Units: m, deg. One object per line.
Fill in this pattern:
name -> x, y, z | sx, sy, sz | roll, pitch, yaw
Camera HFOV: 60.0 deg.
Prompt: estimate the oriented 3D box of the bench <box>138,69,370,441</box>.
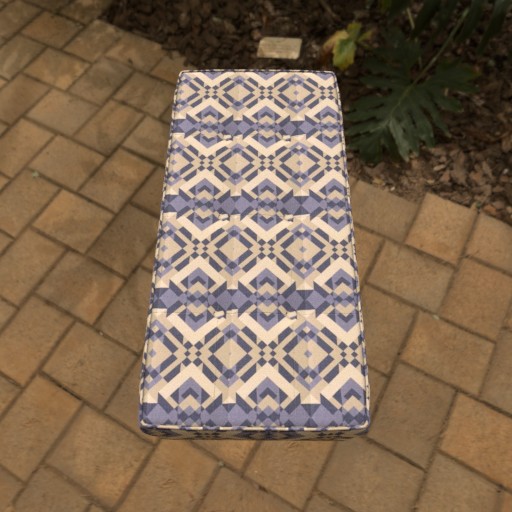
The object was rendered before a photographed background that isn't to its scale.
bench -> 0.000, 0.000, 1.302 | 0.492, 0.477, 1.016 | 0, 64, 0
